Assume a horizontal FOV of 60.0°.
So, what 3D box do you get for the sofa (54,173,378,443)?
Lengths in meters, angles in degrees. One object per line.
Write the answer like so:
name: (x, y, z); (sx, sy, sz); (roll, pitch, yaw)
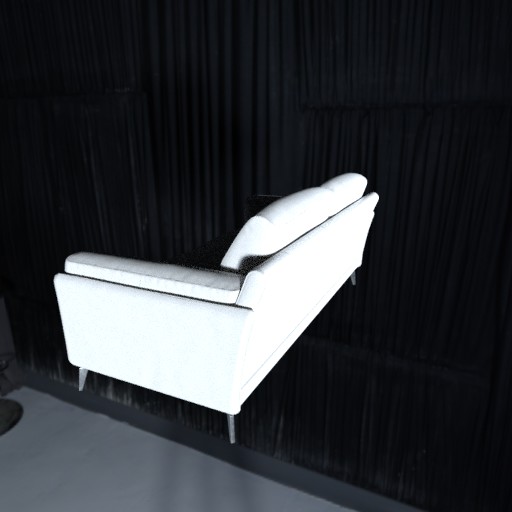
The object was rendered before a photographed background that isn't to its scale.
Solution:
sofa: (0.000, 0.000, 2.701); (1.049, 0.930, 2.101); (8, 19, 25)
